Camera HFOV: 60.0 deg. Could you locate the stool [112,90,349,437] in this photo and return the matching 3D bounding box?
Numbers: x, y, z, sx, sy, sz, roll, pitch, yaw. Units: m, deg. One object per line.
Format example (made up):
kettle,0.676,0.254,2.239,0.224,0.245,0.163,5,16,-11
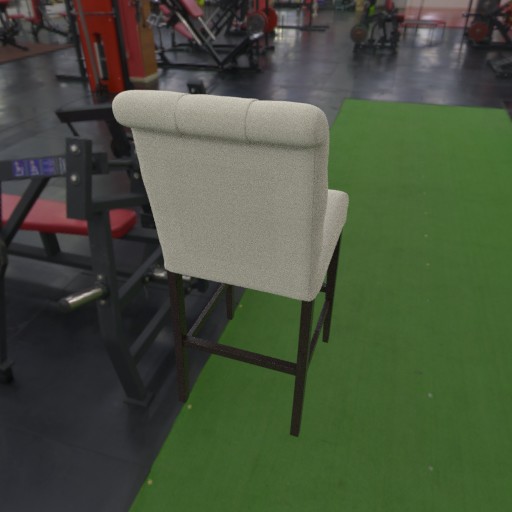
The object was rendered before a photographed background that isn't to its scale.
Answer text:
stool,0.000,0.000,1.431,0.482,1.118,0.610,11,35,16
